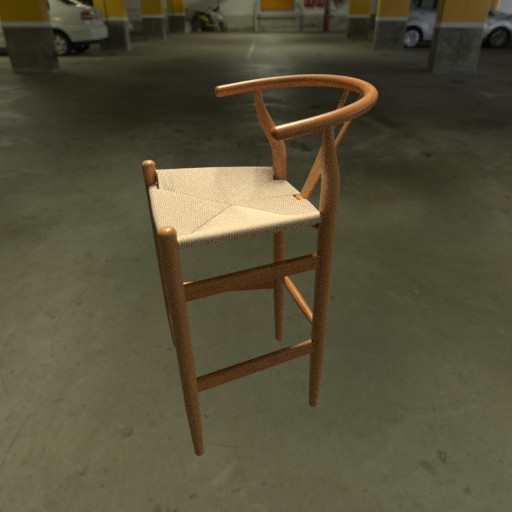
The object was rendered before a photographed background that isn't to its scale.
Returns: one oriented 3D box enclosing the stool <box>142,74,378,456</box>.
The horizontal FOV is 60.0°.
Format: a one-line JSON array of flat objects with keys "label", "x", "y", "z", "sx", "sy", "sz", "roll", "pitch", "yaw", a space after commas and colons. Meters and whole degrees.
[{"label": "stool", "x": 0.000, "y": 0.000, "z": 1.324, "sx": 0.579, "sy": 0.970, "sz": 0.569, "roll": -8, "pitch": 30, "yaw": -14}]
